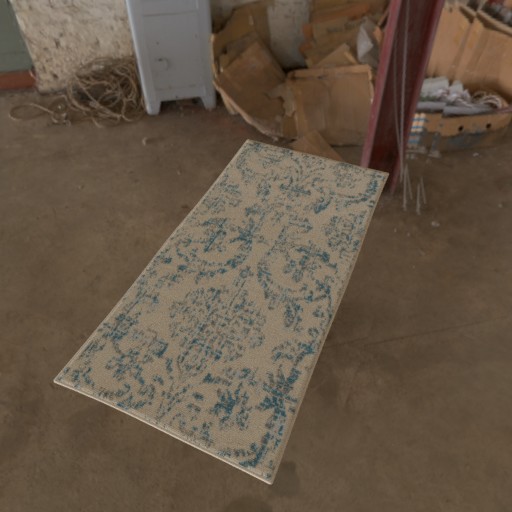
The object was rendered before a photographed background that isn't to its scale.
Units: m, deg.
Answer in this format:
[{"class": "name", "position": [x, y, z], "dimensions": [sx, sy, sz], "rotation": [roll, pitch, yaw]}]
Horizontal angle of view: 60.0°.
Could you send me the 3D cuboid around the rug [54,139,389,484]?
[{"class": "rug", "position": [0.000, 0.000, 1.426], "dimensions": [0.605, 0.007, 1.220], "rotation": [18, 50, 16]}]
